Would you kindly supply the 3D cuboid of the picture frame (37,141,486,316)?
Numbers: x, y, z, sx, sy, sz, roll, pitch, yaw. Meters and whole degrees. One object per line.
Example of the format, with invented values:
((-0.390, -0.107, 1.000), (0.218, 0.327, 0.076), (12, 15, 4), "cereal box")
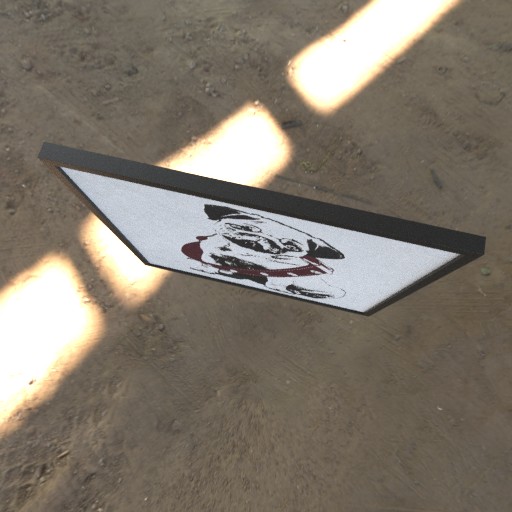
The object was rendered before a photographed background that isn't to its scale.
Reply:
((0.000, 0.000, 1.126), (0.775, 0.775, 0.032), (13, 75, 3), "picture frame")
